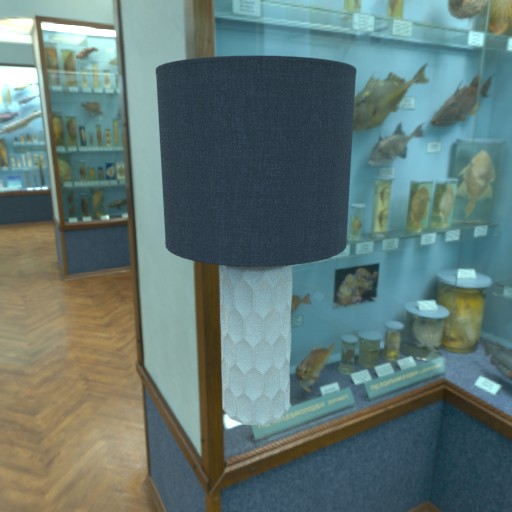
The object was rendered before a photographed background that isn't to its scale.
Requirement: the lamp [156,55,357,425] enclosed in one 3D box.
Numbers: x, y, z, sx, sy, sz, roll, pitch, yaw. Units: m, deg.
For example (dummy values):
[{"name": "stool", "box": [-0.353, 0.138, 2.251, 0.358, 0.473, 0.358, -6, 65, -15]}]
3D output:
[{"name": "lamp", "box": [0.000, 0.000, 0.695, 0.277, 0.537, 0.277, -8, 17, -26]}]
